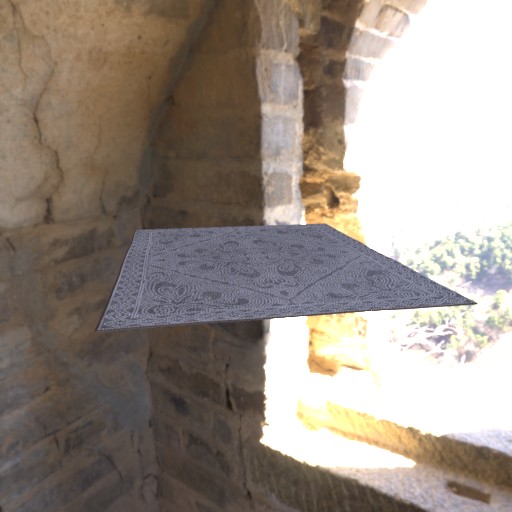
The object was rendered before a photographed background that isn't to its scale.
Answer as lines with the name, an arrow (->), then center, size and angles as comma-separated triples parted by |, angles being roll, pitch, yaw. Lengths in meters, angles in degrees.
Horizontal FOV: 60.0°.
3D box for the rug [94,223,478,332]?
rug -> 0.000, 0.000, 4.144 | 2.438, 0.012, 3.048 | -3, 15, -10
